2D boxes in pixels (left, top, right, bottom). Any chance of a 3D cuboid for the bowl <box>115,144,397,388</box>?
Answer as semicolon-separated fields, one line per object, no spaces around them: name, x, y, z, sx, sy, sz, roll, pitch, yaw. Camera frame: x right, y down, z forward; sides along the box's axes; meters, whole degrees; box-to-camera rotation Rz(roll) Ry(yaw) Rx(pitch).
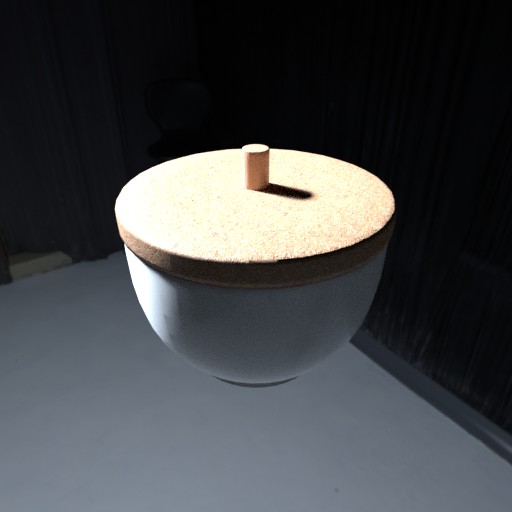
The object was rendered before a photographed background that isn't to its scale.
bowl;0.000;0.000;0.223;0.126;0.110;0.126;0;31;0
